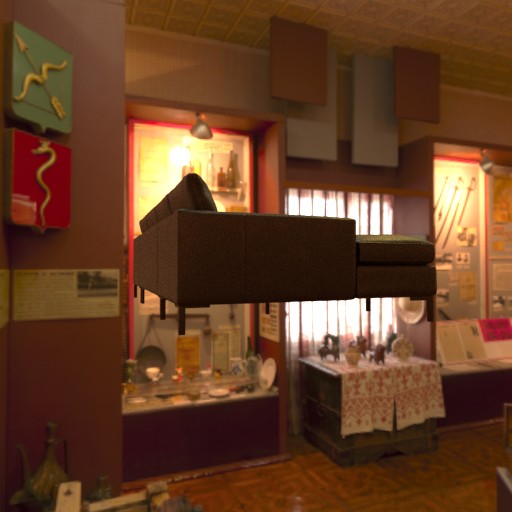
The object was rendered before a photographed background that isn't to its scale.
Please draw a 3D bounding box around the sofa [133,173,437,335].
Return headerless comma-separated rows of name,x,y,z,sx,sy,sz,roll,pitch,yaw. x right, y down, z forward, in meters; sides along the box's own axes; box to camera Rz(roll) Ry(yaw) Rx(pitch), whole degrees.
sofa,0.000,0.000,3.995,1.939,0.900,2.956,0,-1,-20
